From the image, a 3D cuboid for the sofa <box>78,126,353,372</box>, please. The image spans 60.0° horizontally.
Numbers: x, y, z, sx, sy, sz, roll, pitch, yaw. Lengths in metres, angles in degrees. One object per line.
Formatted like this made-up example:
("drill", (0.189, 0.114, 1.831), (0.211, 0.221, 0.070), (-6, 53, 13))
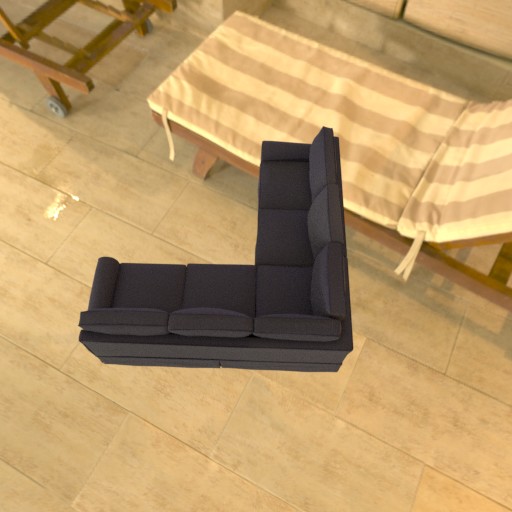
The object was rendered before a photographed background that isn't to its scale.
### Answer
("sofa", (0.000, 0.000, 5.108), (2.874, 1.169, 3.773), (30, 66, 15))
